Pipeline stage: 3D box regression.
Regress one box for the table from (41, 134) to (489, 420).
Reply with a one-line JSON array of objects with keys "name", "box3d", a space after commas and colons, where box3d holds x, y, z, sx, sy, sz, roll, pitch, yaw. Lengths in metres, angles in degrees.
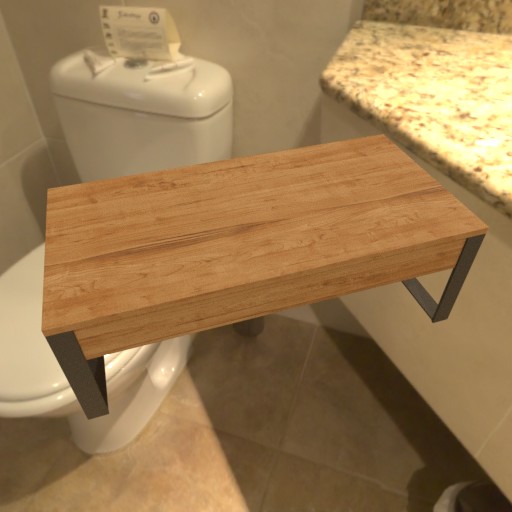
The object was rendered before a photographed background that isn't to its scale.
[{"name": "table", "box3d": [0.000, 0.000, 1.447, 1.180, 0.400, 0.590, -12, 44, -13]}]
